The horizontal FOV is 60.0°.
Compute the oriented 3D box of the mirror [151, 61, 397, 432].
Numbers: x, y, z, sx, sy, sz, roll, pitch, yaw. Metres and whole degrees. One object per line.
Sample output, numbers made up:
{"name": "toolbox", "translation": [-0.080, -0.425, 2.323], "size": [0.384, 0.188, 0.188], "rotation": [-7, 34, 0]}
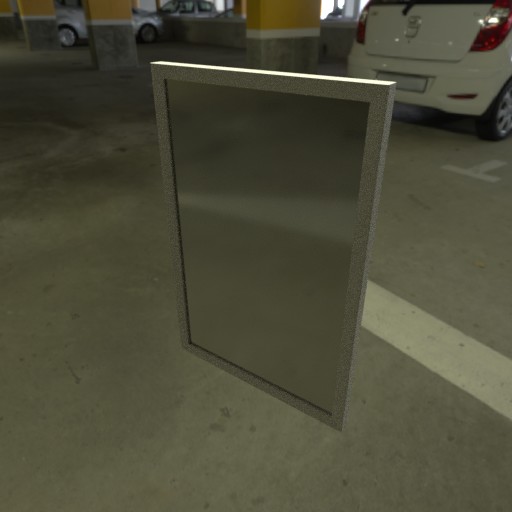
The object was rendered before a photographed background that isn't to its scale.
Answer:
{"name": "mirror", "translation": [0.000, 0.000, 1.179], "size": [0.609, 0.914, 0.041], "rotation": [19, 35, 30]}
